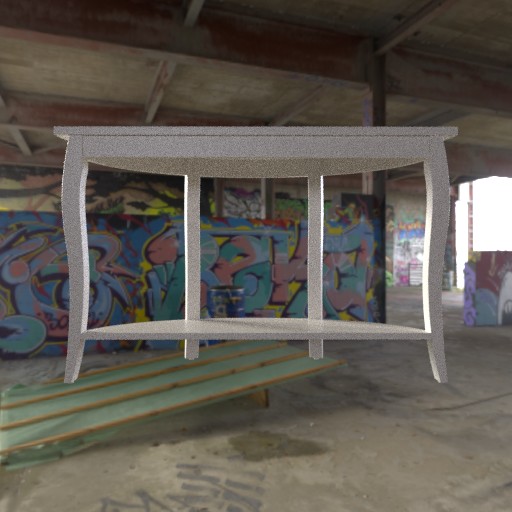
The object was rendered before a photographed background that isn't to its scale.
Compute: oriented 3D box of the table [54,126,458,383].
[{"bbox_3d":[0.000,0.000,1.533,1.219,0.780,0.394,0,0,0],"label":"table"}]
